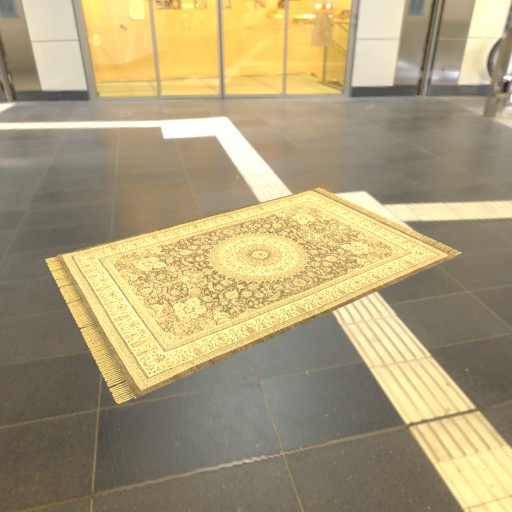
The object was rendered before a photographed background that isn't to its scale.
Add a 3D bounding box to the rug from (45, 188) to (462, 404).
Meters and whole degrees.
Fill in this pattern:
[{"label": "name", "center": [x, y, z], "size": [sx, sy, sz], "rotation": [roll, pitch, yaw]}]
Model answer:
[{"label": "rug", "center": [0.000, 0.000, 4.272], "size": [3.422, 0.015, 2.143], "rotation": [-18, 34, -29]}]
